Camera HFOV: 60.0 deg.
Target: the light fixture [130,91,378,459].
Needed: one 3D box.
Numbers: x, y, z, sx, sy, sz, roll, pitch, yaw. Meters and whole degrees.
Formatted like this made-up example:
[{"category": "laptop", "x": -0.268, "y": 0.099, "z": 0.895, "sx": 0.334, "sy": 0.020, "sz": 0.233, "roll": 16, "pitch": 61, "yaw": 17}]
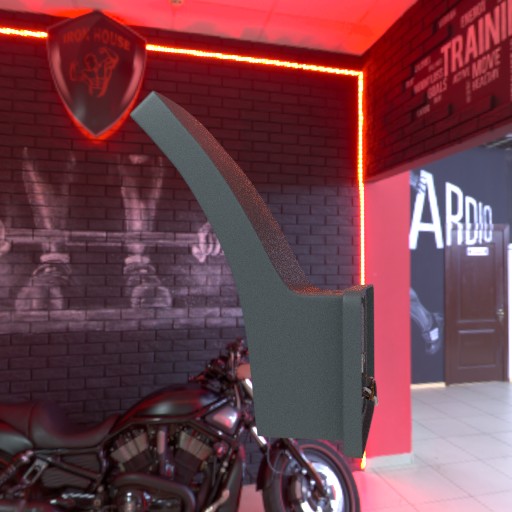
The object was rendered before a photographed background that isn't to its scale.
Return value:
[{"category": "light fixture", "x": 0.000, "y": 0.000, "z": 0.334, "sx": 0.174, "sy": 0.243, "sz": 0.108, "roll": 0, "pitch": -2, "yaw": 19}]
